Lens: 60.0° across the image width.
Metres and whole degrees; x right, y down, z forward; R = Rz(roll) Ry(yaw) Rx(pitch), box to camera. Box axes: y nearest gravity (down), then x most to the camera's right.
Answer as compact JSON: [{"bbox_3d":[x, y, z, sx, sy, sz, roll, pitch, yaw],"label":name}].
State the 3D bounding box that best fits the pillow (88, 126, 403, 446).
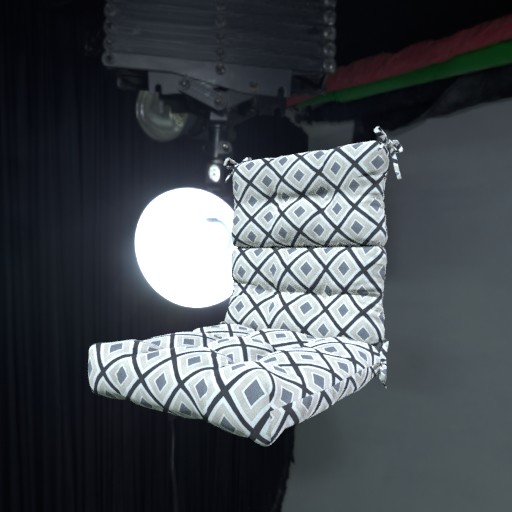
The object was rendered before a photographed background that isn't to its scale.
[{"bbox_3d":[0.000,0.000,1.001,0.519,0.605,0.571,0,0,37],"label":"pillow"}]
